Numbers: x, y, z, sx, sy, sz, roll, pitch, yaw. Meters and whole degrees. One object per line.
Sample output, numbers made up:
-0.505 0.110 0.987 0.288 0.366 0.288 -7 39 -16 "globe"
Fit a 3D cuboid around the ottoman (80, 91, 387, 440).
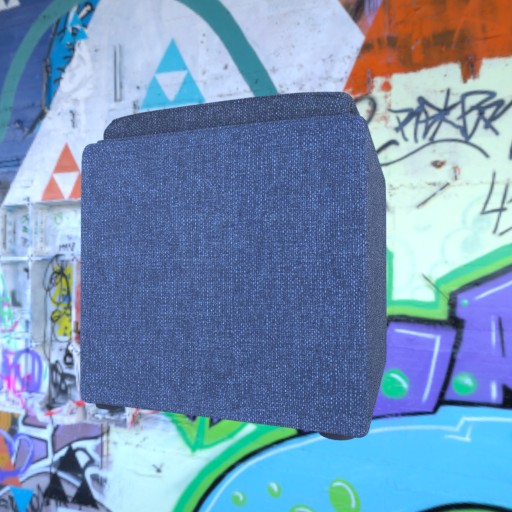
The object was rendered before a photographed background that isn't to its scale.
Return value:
0.000 0.000 0.840 0.454 0.493 0.436 0 -1 19 "ottoman"
